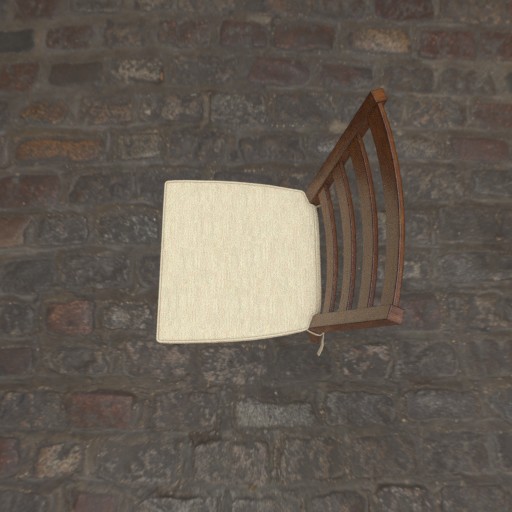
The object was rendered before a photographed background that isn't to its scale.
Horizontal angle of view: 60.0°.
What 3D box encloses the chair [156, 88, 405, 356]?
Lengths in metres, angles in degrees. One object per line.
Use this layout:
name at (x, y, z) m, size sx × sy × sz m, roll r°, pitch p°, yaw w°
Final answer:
chair at (0.000, 0.000, 1.360) m, size 0.595 × 0.979 × 0.593 m, roll 0°, pitch 76°, yaw 0°
